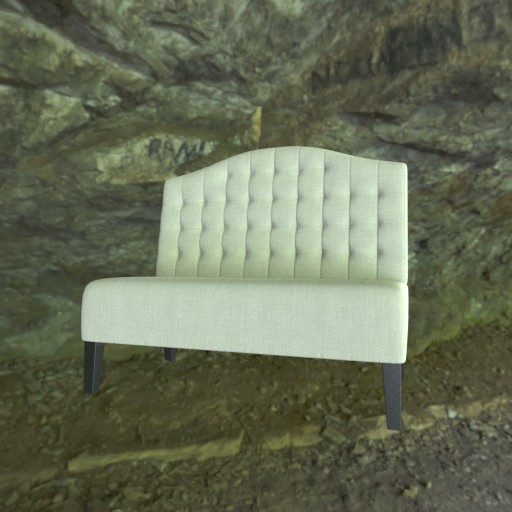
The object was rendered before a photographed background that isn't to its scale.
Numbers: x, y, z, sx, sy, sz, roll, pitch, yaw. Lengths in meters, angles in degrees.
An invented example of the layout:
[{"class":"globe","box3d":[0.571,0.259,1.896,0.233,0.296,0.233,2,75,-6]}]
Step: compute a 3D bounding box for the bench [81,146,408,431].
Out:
[{"class":"bench","box3d":[0.000,0.000,2.061,1.335,1.180,0.815,0,-1,19]}]
